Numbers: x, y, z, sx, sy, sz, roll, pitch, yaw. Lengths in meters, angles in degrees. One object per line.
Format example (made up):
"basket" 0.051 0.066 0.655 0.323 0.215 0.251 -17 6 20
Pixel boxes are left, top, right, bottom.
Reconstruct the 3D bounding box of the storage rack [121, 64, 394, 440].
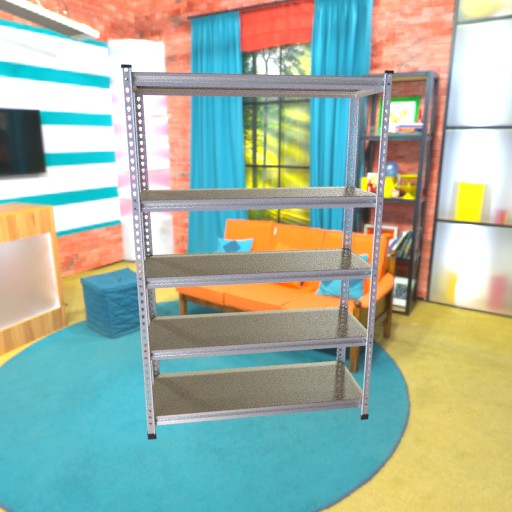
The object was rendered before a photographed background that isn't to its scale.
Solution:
"storage rack" 0.000 0.000 2.394 1.219 1.829 0.457 -2 15 -8
